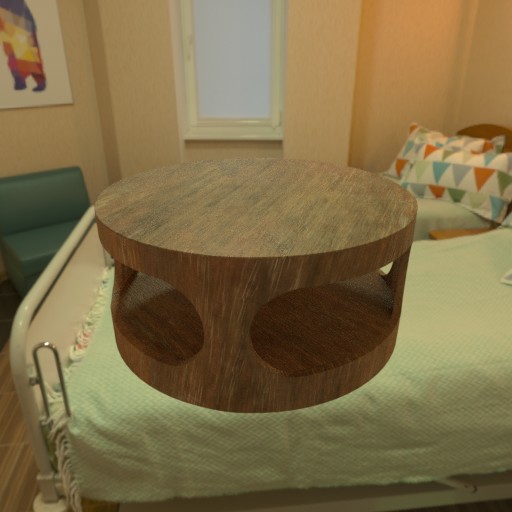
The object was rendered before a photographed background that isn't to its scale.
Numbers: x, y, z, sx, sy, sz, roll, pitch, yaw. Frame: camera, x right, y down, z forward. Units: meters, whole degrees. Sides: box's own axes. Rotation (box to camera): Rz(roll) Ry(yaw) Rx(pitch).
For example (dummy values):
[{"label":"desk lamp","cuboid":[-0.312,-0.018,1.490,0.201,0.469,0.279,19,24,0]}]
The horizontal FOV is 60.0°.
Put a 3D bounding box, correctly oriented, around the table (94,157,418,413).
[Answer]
[{"label":"table","cuboid":[0.000,0.000,1.501,0.974,0.450,0.974,0,25,0]}]
